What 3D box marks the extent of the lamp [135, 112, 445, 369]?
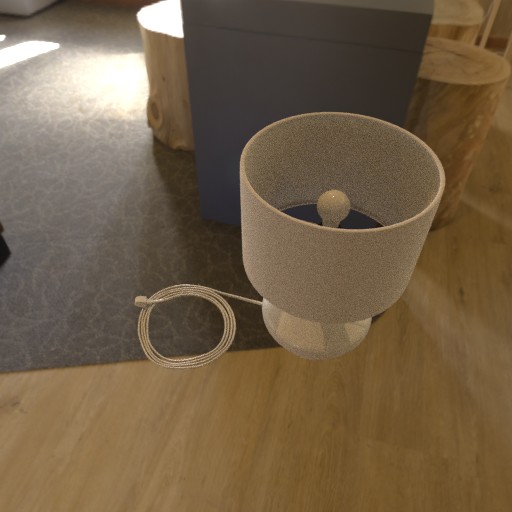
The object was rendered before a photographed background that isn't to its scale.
[{"bbox_3d":[0.000,0.000,0.851,0.546,0.457,0.401,24,51,21],"label":"lamp"}]
